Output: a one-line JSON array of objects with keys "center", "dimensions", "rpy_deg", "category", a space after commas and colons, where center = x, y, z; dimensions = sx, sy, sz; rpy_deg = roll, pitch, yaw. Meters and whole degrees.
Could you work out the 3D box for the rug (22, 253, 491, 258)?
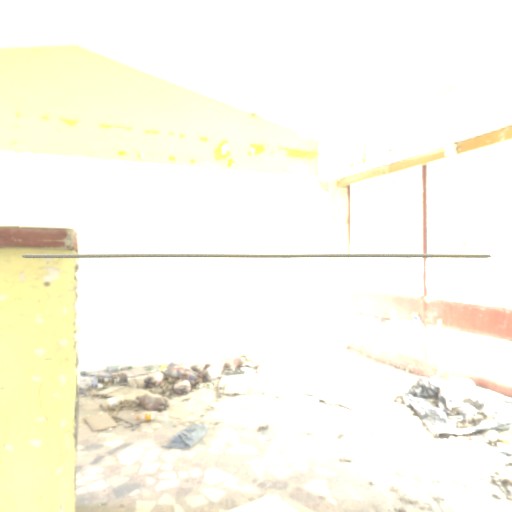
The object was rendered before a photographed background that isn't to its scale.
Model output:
[{"center": [0.000, 0.000, 4.101], "dimensions": [3.066, 0.030, 2.462], "rpy_deg": [0, 0, -1], "category": "rug"}]
